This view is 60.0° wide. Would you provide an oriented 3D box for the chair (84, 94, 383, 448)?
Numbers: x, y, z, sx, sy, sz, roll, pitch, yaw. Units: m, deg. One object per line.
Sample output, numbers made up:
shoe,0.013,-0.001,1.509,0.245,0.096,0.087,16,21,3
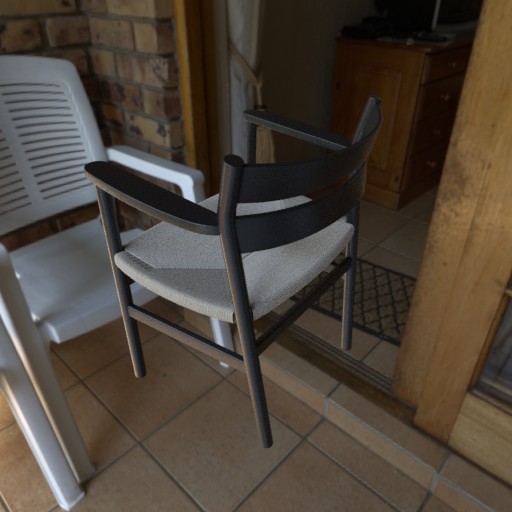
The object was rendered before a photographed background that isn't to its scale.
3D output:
chair,0.000,0.000,1.181,0.508,0.775,0.630,22,39,31
